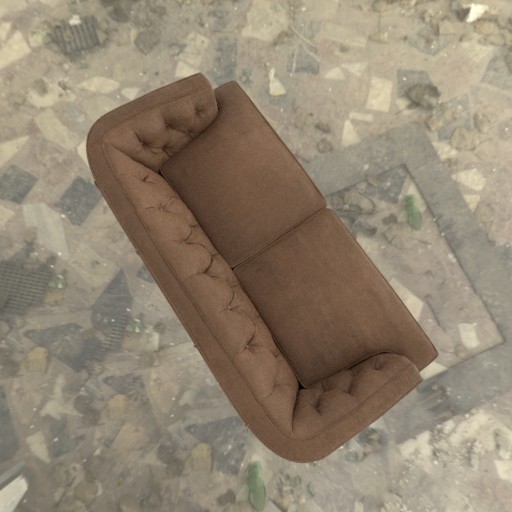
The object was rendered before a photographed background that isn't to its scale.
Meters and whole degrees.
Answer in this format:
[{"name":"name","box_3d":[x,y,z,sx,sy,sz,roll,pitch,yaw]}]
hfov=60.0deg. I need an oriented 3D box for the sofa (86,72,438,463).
[{"name":"sofa","box_3d":[0.000,0.000,2.205,0.917,0.799,1.767,-33,79,-7]}]
